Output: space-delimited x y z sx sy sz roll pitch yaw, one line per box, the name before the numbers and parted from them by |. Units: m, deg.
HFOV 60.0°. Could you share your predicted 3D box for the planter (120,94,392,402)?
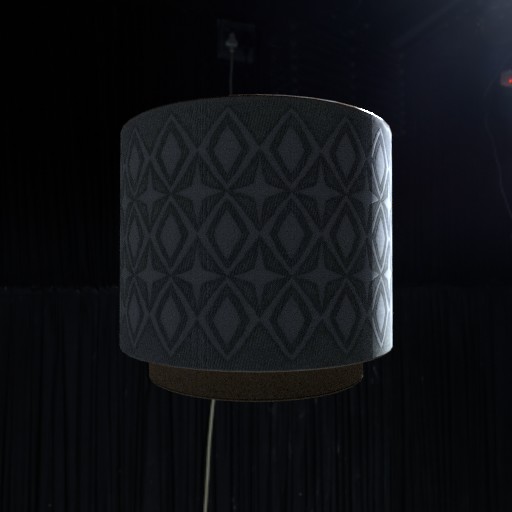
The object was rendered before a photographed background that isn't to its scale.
planter | 0.000 0.000 0.434 0.255 0.223 0.255 0 -1 0
